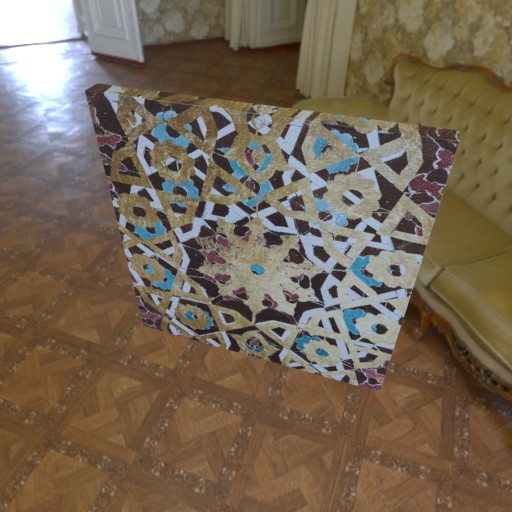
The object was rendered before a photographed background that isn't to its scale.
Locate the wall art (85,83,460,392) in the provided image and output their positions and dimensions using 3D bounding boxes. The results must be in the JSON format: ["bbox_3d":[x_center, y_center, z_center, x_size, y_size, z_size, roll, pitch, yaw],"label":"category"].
[{"bbox_3d":[0.000,0.000,0.900,0.609,0.613,0.041,12,42,14],"label":"wall art"}]
